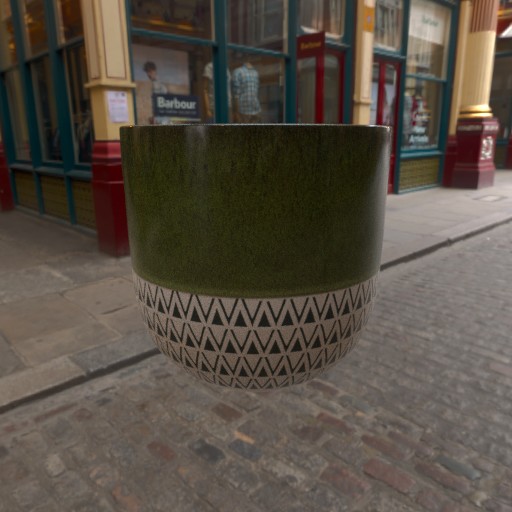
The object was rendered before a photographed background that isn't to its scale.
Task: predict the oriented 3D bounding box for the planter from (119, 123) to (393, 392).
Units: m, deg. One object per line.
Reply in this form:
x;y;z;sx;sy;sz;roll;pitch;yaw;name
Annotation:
0.000;0.000;0.484;0.266;0.270;0.266;0;15;0;planter
